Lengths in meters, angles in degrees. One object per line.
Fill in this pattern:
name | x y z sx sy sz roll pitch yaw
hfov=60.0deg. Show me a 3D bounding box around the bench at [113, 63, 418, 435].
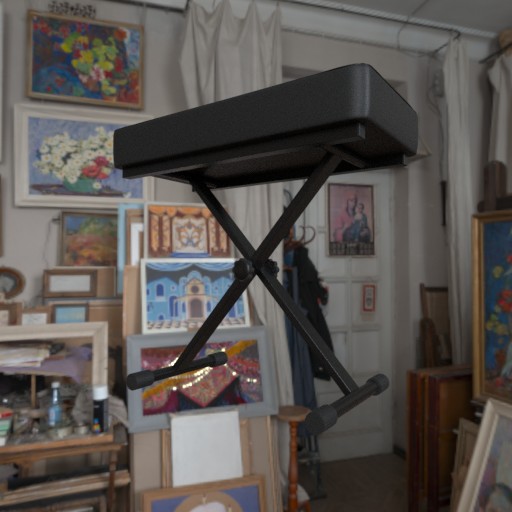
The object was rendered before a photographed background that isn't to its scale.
bench | 0.000 0.000 0.932 0.600 0.561 0.300 -1 -2 35
